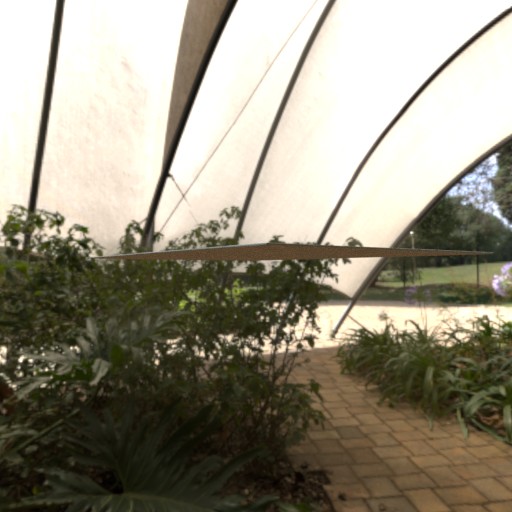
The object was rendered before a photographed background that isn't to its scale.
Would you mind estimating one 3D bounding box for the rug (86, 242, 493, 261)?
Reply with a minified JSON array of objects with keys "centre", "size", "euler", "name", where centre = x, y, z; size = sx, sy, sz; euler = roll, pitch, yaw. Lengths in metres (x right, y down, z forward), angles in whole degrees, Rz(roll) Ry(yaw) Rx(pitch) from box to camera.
[{"centre":[0.000,0.000,2.853],"size":[1.522,0.008,2.284],"euler":[1,-2,-36],"name":"rug"}]
